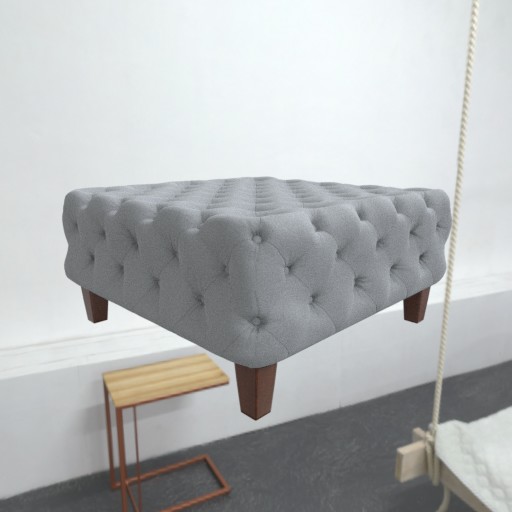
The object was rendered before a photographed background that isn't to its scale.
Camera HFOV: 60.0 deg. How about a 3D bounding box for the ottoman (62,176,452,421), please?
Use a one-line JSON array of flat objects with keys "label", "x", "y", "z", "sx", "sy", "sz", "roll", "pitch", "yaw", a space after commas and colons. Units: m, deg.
[{"label": "ottoman", "x": 0.000, "y": 0.000, "z": 1.175, "sx": 0.764, "sy": 0.365, "sz": 0.758, "roll": 14, "pitch": 19, "yaw": 43}]
